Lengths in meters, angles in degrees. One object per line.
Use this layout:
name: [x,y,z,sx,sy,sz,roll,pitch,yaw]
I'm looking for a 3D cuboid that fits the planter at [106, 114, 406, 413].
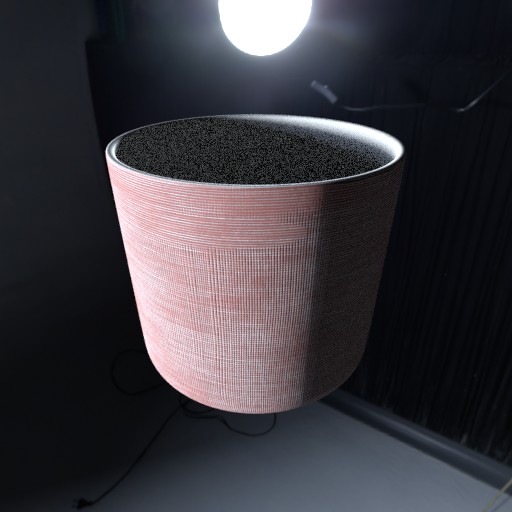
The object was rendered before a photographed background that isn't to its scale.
planter: [0.000,0.000,0.768,0.440,0.398,0.440,0,28,0]
